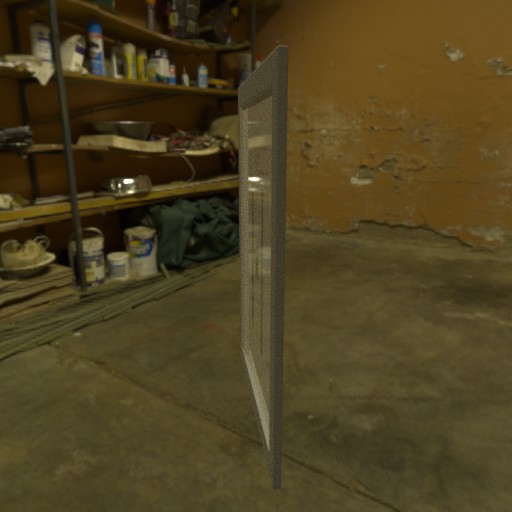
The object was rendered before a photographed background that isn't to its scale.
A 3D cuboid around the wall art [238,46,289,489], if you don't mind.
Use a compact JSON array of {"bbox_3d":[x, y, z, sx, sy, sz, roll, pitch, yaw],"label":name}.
[{"bbox_3d":[0.000,0.000,0.686,0.012,0.529,0.374,-2,15,-8],"label":"wall art"}]
